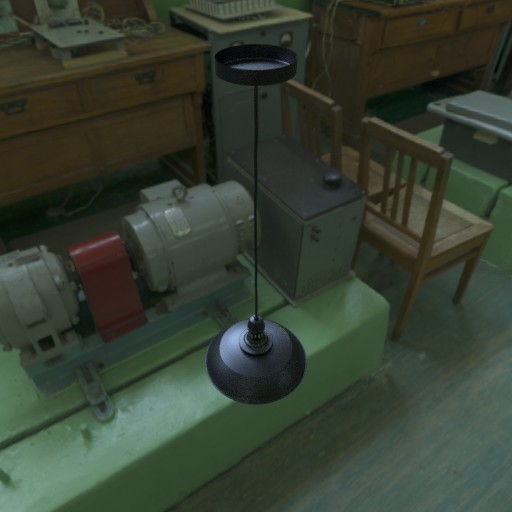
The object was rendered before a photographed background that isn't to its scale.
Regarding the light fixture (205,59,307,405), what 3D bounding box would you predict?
[{"bbox_3d":[0.000,0.000,1.159,0.331,0.993,0.331,-25,47,-26],"label":"light fixture"}]
